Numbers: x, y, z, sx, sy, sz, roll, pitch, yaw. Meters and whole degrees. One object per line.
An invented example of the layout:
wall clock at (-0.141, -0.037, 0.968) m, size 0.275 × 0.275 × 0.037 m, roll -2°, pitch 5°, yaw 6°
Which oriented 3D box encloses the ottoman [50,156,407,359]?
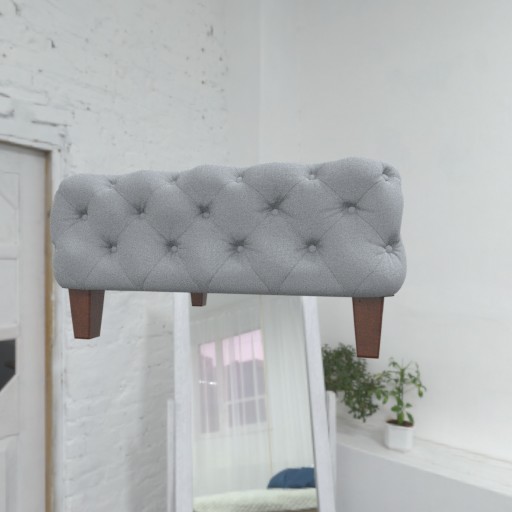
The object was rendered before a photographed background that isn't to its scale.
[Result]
ottoman at (0.000, 0.000, 1.204) m, size 0.758 × 0.365 × 0.764 m, roll 0°, pitch 1°, yaw 17°
